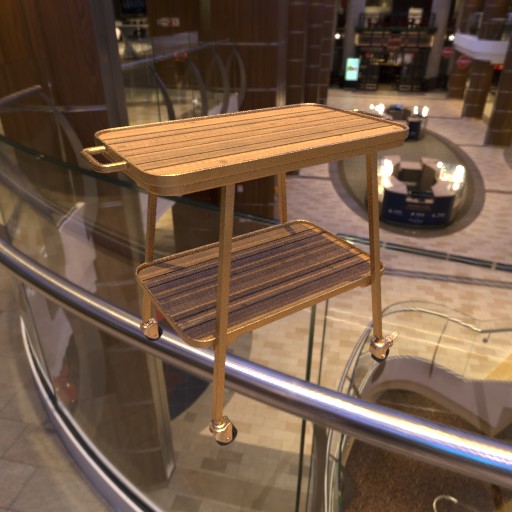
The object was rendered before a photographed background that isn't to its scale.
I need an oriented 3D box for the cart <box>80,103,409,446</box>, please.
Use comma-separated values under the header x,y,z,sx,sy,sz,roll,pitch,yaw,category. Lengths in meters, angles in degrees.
x,y,z,sx,sy,sz,roll,pitch,yaw,category
0.000,0.000,1.241,0.806,0.700,0.524,-18,34,-29,cart
